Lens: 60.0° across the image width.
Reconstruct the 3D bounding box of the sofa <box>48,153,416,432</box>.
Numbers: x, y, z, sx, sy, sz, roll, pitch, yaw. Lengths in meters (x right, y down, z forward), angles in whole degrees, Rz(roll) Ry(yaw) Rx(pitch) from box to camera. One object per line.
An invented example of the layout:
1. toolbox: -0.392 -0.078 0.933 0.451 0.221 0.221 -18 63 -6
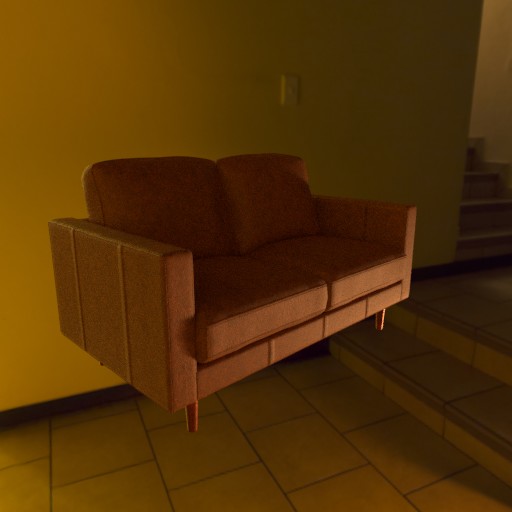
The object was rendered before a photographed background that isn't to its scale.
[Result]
1. sofa: 0.000 0.000 2.143 1.578 0.951 0.909 -14 19 -43
